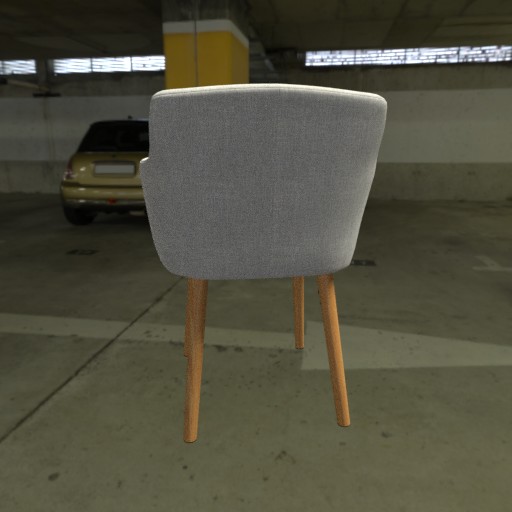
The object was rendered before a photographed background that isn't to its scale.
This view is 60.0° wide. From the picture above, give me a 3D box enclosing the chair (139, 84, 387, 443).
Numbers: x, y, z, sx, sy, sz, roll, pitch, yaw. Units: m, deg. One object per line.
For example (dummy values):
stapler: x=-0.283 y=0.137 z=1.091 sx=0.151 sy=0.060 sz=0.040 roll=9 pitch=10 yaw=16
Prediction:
chair: x=0.000 y=0.000 z=1.152 sx=0.570 sy=0.780 sz=0.540 roll=-2 pitch=14 yaw=-9
